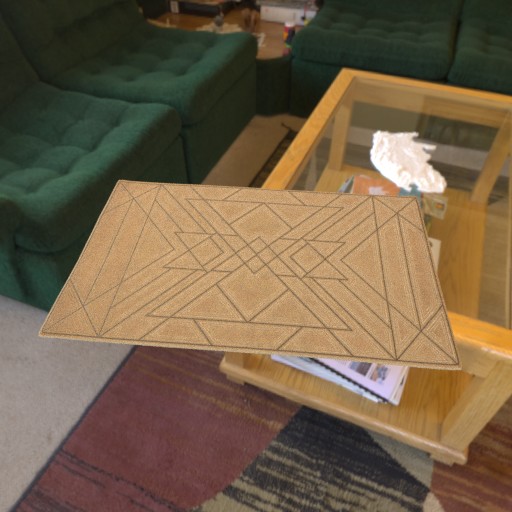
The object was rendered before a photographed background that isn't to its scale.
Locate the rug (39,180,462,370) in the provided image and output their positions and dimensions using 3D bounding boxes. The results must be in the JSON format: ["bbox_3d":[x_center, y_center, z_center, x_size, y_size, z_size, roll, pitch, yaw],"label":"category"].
[{"bbox_3d":[0.000,0.000,3.093,2.459,0.023,1.575,4,45,4],"label":"rug"}]
